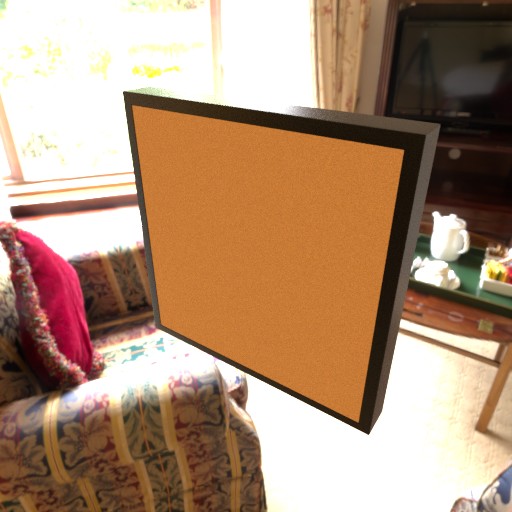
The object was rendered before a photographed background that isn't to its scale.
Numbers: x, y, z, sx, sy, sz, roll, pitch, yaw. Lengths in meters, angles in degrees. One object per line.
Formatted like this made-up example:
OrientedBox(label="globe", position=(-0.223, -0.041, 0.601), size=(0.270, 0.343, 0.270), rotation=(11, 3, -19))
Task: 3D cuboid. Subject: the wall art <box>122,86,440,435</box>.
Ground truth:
OrientedBox(label="wall art", position=(0.000, 0.000, 0.455), size=(0.299, 0.299, 0.037), rotation=(19, 35, 30))
